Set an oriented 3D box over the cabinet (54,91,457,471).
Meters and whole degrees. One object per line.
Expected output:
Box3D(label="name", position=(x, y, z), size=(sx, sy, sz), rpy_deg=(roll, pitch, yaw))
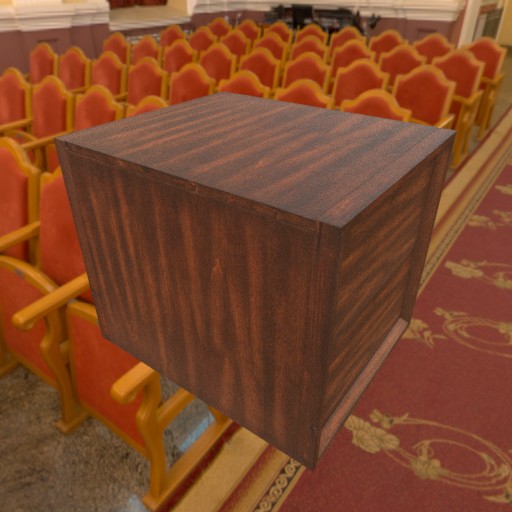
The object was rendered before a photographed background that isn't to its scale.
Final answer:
Box3D(label="cabinet", position=(0.000, 0.000, 0.816), size=(0.500, 0.455, 0.402), rpy_deg=(21, 38, 30))
